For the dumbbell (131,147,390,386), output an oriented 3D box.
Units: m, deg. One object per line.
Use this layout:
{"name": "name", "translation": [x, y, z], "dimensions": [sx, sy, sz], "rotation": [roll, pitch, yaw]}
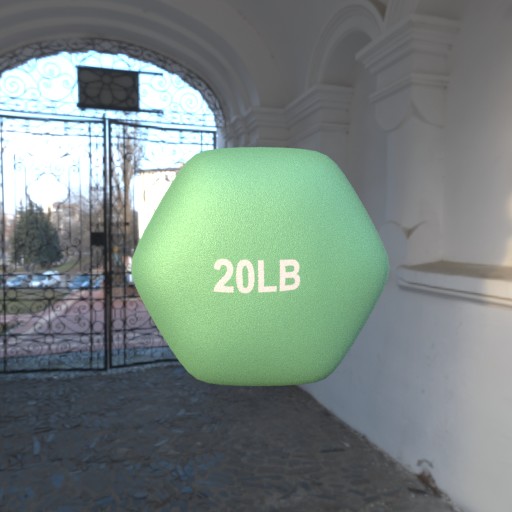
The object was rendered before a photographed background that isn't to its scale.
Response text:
{"name": "dumbbell", "translation": [0.000, 0.000, 0.326], "dimensions": [0.129, 0.117, 0.260], "rotation": [0, 3, -1]}
